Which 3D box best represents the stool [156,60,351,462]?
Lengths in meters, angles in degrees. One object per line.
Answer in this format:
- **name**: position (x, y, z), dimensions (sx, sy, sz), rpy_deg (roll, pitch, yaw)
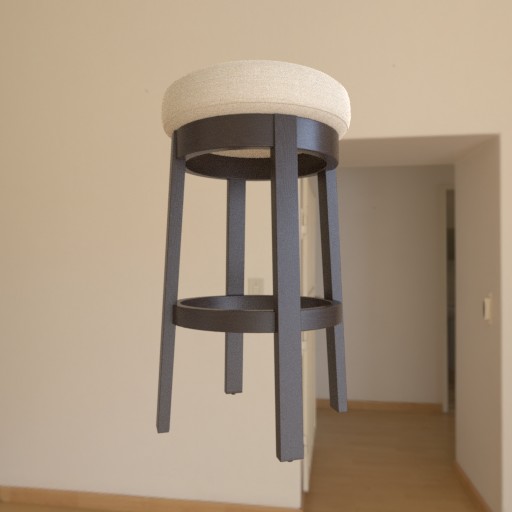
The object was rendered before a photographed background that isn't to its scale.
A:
- **stool**: position (0.000, 0.000, 1.022), dimensions (0.446, 0.758, 0.446), rpy_deg (0, 0, 0)
